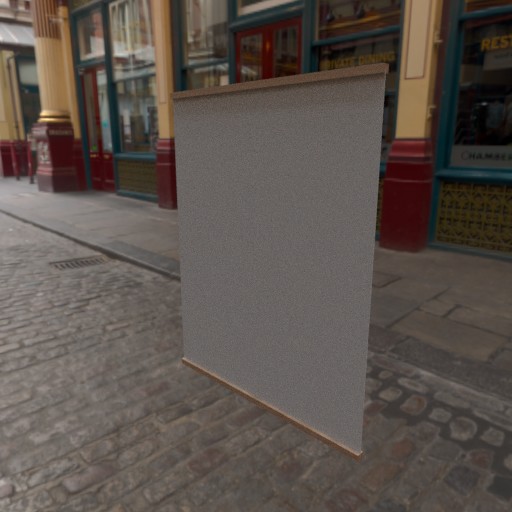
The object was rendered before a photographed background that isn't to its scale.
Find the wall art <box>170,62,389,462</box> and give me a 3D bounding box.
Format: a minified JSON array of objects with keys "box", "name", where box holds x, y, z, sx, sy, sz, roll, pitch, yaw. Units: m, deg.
[{"box":[0.000,0.000,0.688,0.405,0.508,0.012,13,19,43],"name":"wall art"}]
